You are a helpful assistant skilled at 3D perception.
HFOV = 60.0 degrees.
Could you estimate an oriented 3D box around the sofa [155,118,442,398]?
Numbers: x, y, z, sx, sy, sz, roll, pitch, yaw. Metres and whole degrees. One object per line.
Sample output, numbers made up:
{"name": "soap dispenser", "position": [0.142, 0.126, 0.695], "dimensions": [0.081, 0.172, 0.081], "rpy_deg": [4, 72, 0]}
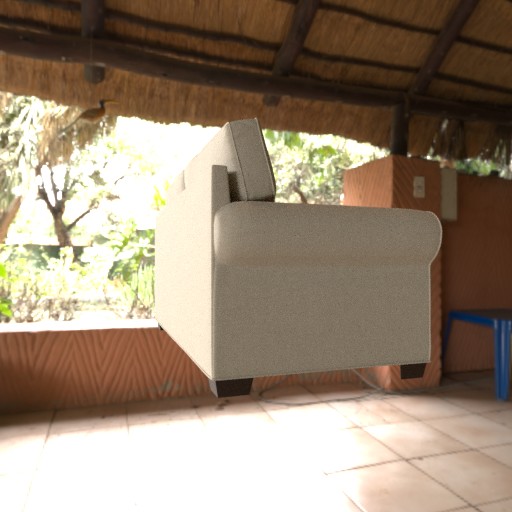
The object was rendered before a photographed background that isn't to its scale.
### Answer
{"name": "sofa", "position": [0.000, 0.000, 2.299], "dimensions": [0.861, 0.933, 1.774], "rpy_deg": [0, -1, -19]}
